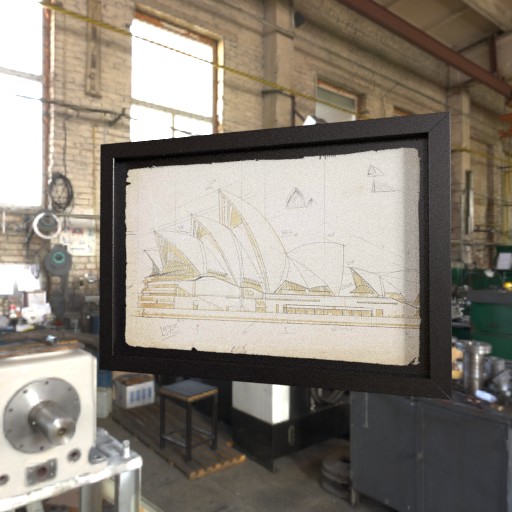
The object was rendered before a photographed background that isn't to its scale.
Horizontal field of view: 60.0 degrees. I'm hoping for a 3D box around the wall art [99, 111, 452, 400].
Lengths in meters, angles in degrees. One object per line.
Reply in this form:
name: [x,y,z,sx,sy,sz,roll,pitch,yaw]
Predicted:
wall art: [0.000,0.000,0.814,0.657,0.458,0.027,0,-1,17]
